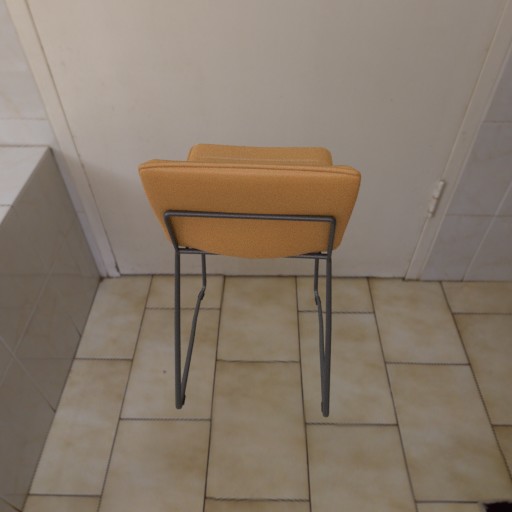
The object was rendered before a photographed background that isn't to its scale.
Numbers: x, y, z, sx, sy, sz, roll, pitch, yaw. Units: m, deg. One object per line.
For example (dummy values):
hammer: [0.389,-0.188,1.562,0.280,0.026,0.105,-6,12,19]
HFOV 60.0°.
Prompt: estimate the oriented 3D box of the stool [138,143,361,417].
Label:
stool: [0.000,0.000,1.248,0.489,0.936,0.524,2,46,2]
